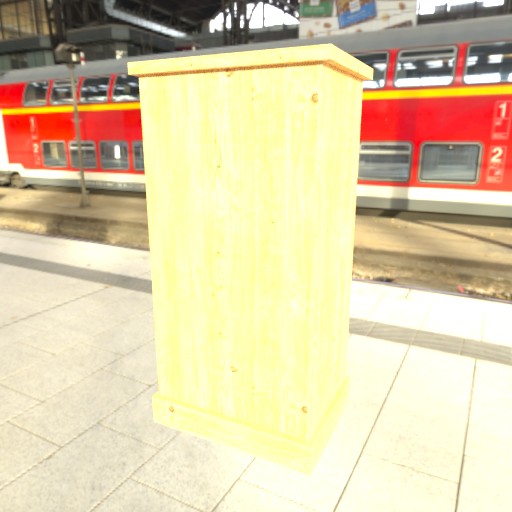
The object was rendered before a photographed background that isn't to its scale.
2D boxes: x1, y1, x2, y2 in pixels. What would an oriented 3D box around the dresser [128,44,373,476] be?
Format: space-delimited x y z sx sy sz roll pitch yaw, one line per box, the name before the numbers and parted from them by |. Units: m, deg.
dresser | 0.000 0.000 1.308 0.531 1.041 0.390 7 17 26
